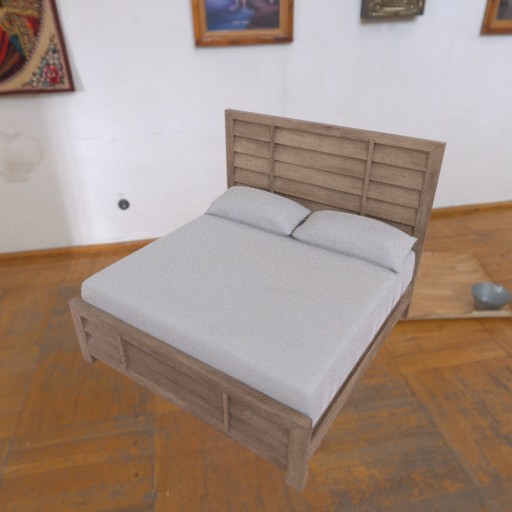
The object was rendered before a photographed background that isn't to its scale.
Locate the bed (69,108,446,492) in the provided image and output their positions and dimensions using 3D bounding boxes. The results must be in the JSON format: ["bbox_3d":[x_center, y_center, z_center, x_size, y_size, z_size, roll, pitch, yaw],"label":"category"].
[{"bbox_3d":[0.000,0.000,3.461,2.032,1.626,2.062,19,35,29],"label":"bed"}]
